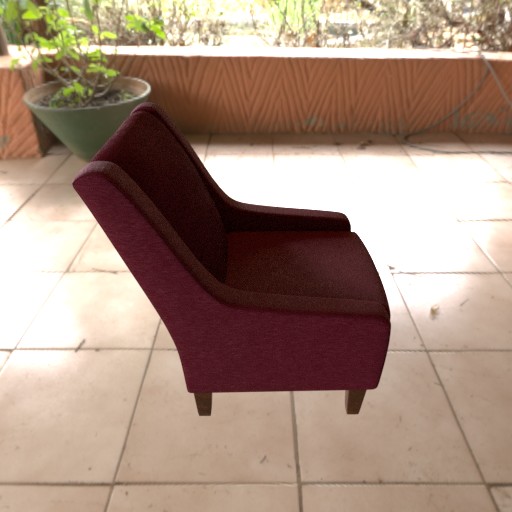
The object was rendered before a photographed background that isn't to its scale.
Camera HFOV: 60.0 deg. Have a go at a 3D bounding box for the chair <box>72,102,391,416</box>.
[{"bbox_3d":[0.000,0.000,1.744,0.985,1.017,0.793,0,32,-1],"label":"chair"}]
